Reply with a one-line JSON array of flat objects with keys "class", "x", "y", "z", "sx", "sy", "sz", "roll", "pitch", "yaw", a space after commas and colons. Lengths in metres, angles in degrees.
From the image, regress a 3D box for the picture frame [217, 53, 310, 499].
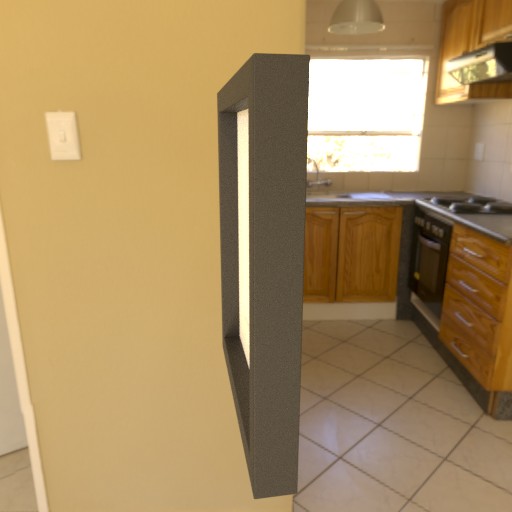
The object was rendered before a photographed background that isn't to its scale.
[{"class": "picture frame", "x": 0.000, "y": 0.000, "z": 0.382, "sx": 0.042, "sy": 0.284, "sz": 0.232, "roll": -3, "pitch": 16, "yaw": -9}]
